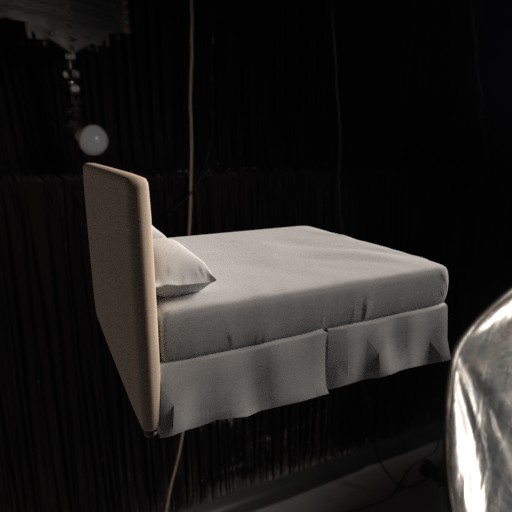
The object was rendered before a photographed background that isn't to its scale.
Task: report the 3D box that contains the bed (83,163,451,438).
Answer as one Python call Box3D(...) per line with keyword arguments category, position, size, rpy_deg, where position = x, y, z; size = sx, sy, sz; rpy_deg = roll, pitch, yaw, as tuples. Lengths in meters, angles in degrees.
Box3D(category="bed", position=(0.000, 0.000, 3.261), size=(2.142, 1.330, 1.884), rpy_deg=(-7, 15, -25))
